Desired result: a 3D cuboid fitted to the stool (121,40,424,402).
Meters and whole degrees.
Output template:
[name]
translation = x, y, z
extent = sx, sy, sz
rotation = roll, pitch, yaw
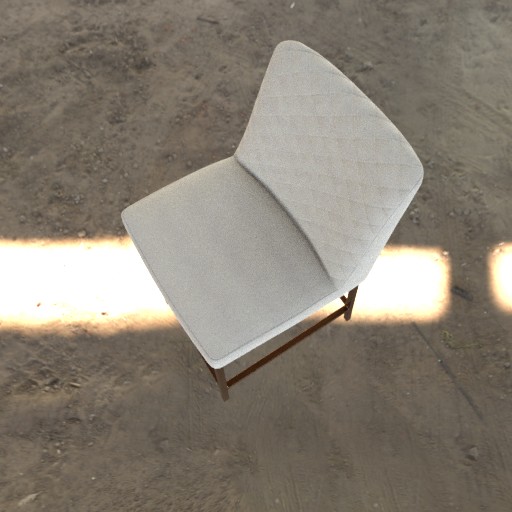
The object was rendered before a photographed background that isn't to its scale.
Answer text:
[stool]
translation = 0.000, 0.000, 1.288
extent = 0.576, 0.973, 0.507
rotation = -30, 68, -14
